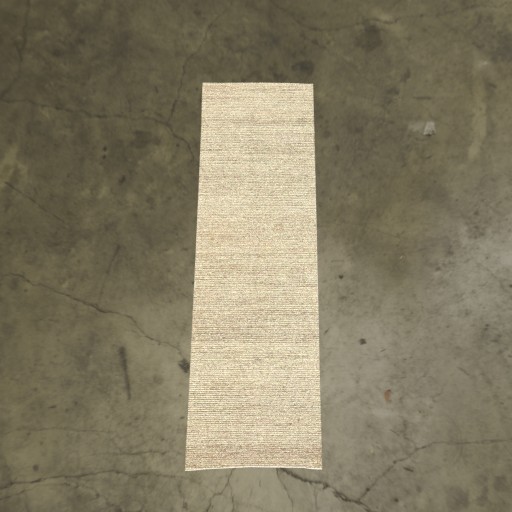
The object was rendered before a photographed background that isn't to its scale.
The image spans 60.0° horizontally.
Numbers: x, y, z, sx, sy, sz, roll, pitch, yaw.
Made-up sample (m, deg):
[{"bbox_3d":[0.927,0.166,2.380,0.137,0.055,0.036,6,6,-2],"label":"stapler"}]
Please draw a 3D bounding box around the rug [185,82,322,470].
[{"bbox_3d":[0.000,0.000,2.673,0.741,0.014,2.390,1,76,0],"label":"rug"}]
